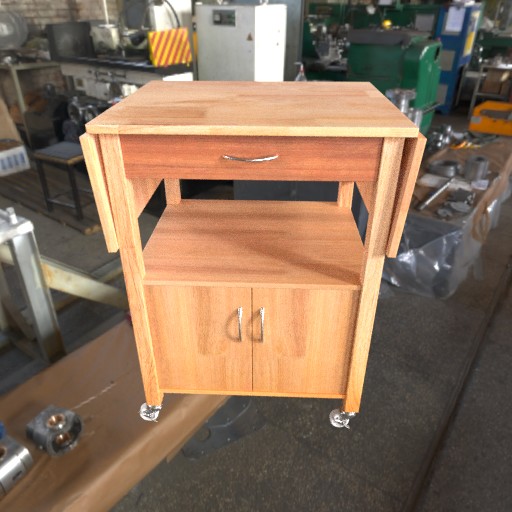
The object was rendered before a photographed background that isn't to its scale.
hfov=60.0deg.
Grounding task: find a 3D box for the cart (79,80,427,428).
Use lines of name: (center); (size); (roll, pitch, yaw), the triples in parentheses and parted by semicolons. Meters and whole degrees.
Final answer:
cart: (0.000, 0.000, 1.231); (0.640, 0.838, 0.508); (1, 30, 2)
